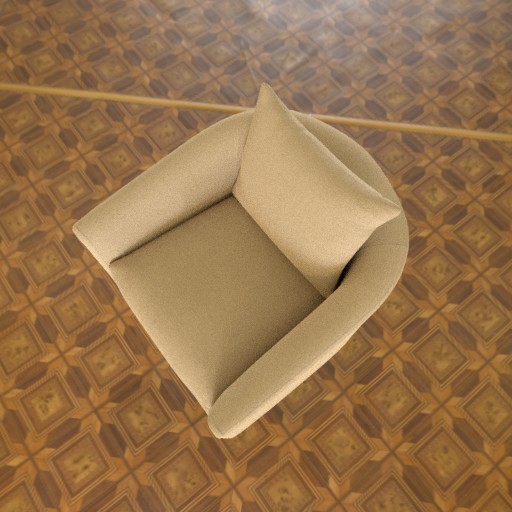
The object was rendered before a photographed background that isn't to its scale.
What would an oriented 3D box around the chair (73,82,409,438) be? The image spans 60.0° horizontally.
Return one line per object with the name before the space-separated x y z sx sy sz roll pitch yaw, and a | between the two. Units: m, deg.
chair | 0.000 0.000 1.568 0.910 0.848 0.845 -36 71 -14
